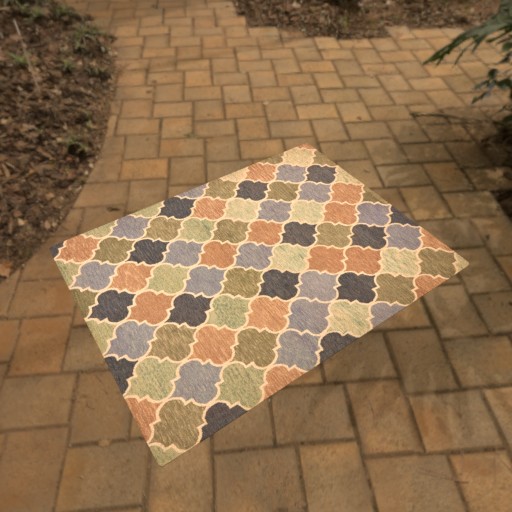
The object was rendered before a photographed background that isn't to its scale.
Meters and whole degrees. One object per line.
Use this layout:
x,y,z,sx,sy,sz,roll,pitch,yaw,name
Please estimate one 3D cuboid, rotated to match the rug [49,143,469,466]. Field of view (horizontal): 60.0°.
0.000,0.000,4.220,3.200,0.013,2.439,-27,53,-22,rug
